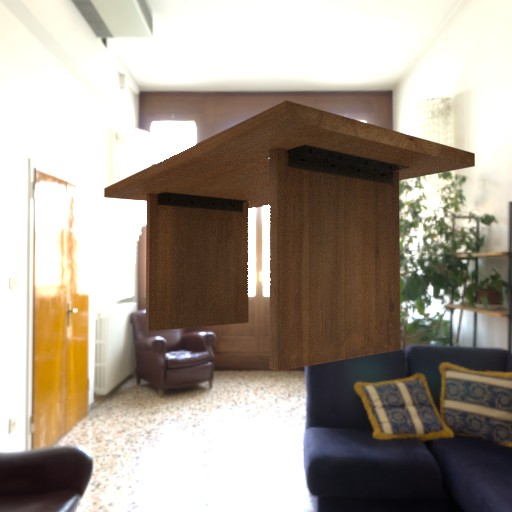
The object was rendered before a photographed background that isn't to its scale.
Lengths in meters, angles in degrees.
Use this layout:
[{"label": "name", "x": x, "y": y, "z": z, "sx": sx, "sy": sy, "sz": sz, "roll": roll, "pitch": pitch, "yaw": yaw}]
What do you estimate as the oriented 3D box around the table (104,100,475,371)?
[{"label": "table", "x": 0.000, "y": 0.000, "z": 2.095, "sx": 0.946, "sy": 0.780, "sz": 1.609, "roll": 1, "pitch": -2, "yaw": -35}]
